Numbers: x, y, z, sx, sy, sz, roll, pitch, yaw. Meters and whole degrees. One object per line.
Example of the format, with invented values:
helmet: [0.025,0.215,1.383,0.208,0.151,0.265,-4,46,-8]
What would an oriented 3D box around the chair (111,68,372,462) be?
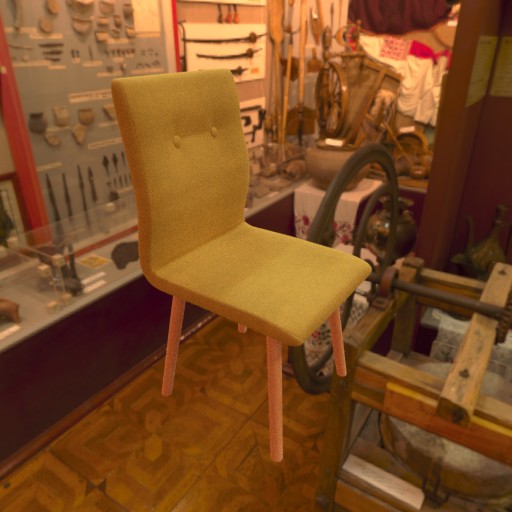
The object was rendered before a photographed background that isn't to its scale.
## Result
chair: [0.000,0.000,1.288,0.550,0.965,0.450,18,32,31]
